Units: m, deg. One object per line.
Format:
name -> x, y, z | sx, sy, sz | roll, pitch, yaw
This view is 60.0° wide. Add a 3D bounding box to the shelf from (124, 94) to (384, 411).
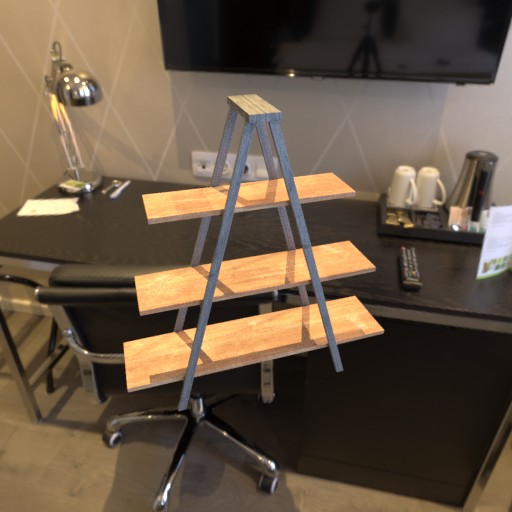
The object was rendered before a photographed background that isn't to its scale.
shelf -> 0.000, 0.000, 2.706 | 1.746, 1.808, 0.508 | -9, 33, -15
